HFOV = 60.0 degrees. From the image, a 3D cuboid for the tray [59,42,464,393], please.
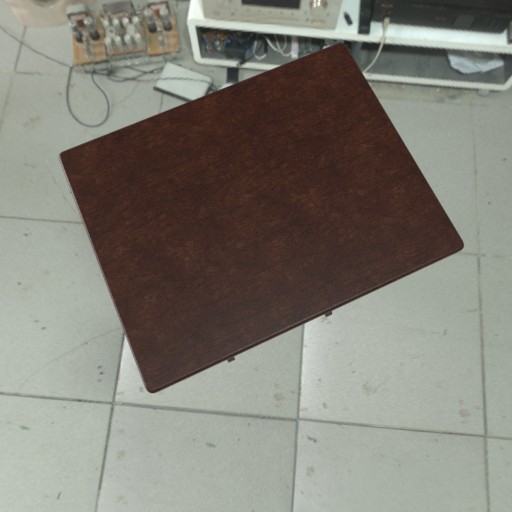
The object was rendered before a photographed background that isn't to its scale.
[{"bbox_3d":[0.000,0.000,0.962,0.483,0.660,0.381,-24,77,-6],"label":"tray"}]
